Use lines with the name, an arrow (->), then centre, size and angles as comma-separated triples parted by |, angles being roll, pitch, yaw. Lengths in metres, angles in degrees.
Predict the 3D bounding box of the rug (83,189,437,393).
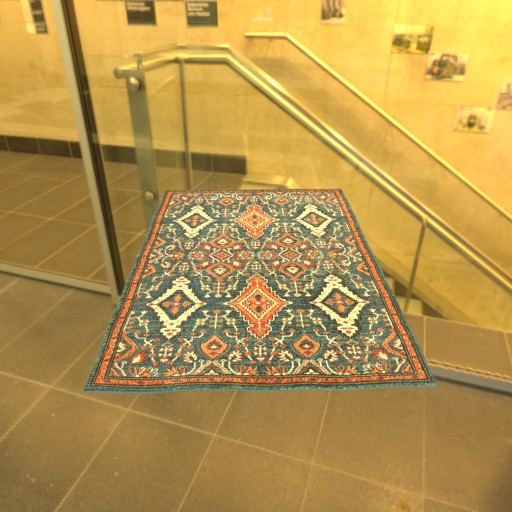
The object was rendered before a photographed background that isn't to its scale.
rug -> 0.000, 0.000, 3.008 | 1.622, 0.009, 2.373 | -1, 31, -1
